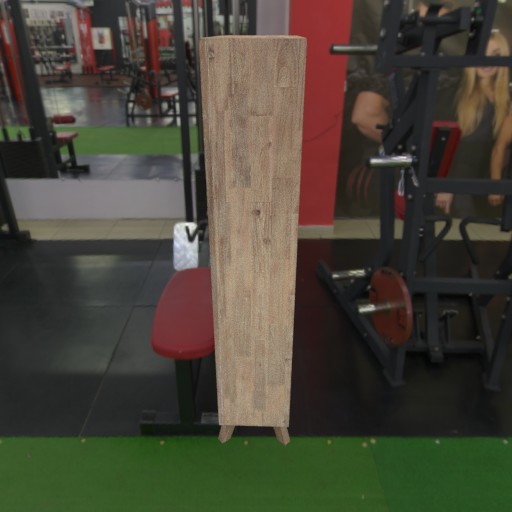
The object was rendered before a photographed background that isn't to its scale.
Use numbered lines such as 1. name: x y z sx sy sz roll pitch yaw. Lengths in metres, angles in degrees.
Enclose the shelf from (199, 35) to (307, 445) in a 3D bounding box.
1. shelf: 0.000 0.000 1.513 0.267 1.342 0.491 1 27 2
